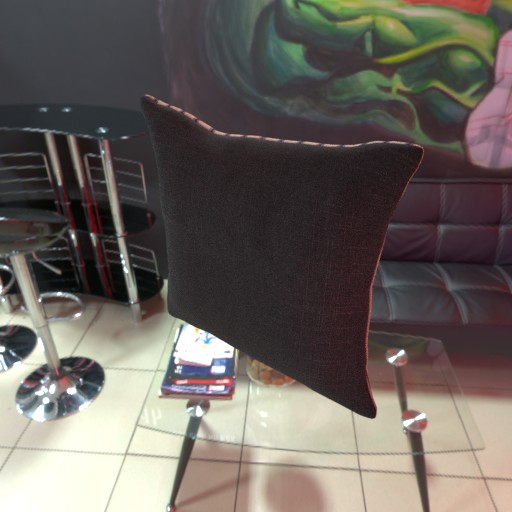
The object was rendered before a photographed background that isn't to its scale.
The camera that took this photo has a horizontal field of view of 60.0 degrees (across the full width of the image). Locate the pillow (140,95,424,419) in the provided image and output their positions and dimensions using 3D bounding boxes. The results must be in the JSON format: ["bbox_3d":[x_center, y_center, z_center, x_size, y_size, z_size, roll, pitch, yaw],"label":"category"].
[{"bbox_3d":[0.000,0.000,0.709,0.468,0.444,0.138,21,36,31],"label":"pillow"}]
